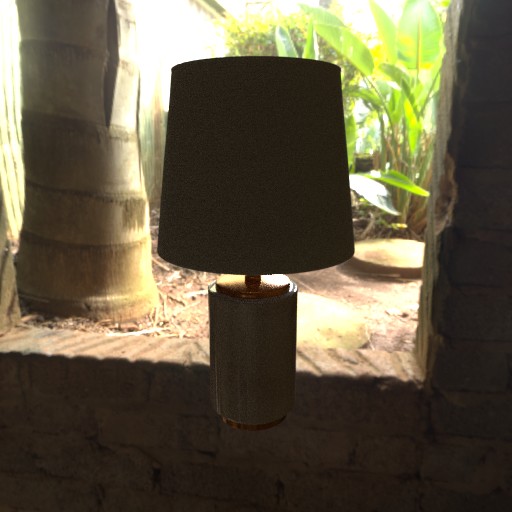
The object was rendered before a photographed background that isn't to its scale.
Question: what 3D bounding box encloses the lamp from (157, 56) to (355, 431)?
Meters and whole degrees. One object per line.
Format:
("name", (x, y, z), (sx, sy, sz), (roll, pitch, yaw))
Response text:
("lamp", (0.000, 0.000, 0.437), (0.189, 0.340, 0.189), (0, 15, 0))
